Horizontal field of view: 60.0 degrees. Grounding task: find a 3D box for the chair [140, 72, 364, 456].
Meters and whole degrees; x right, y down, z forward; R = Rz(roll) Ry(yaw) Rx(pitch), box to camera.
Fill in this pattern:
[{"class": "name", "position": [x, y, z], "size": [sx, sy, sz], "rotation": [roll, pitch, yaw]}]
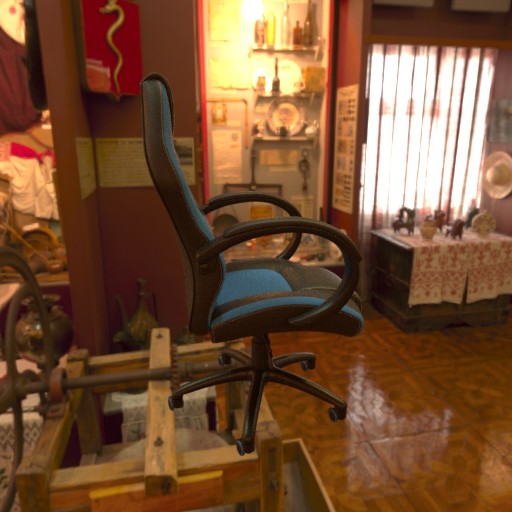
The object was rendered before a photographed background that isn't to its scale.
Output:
[{"class": "chair", "position": [0.000, 0.000, 1.586], "size": [0.724, 1.187, 0.673], "rotation": [-3, 16, -10]}]
